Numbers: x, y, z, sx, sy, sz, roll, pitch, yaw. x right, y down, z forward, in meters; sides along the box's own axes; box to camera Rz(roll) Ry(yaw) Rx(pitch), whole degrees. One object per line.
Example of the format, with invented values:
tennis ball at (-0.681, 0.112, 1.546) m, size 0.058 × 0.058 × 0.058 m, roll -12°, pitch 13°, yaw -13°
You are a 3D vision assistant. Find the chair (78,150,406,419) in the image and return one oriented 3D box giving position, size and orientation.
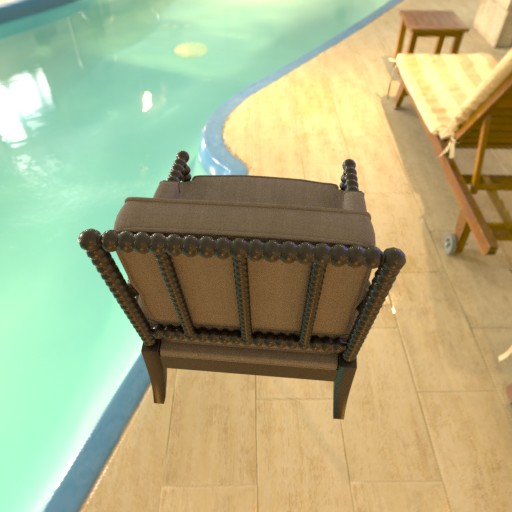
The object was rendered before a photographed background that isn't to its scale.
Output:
chair at (0.000, 0.000, 1.094) m, size 0.540 × 0.661 × 0.622 m, roll 4°, pitch 46°, yaw 4°
